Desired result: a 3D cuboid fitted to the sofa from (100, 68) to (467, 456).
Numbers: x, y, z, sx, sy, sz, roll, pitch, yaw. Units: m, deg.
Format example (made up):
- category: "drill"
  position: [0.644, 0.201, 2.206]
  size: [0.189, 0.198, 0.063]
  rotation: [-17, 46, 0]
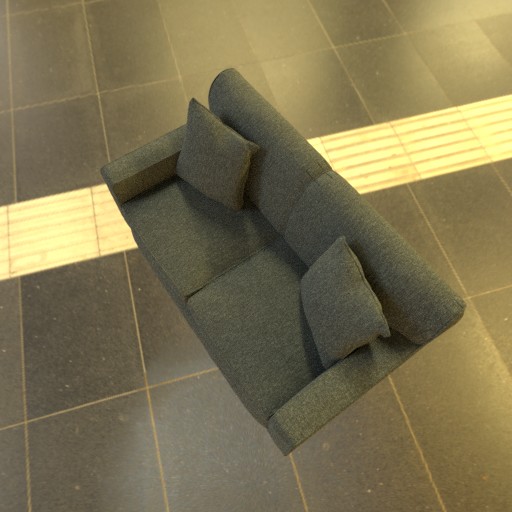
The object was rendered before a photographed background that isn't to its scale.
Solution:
- category: "sofa"
  position: [0.000, 0.000, 2.479]
  size: [0.998, 0.958, 1.846]
  rotation: [-32, 67, -15]
